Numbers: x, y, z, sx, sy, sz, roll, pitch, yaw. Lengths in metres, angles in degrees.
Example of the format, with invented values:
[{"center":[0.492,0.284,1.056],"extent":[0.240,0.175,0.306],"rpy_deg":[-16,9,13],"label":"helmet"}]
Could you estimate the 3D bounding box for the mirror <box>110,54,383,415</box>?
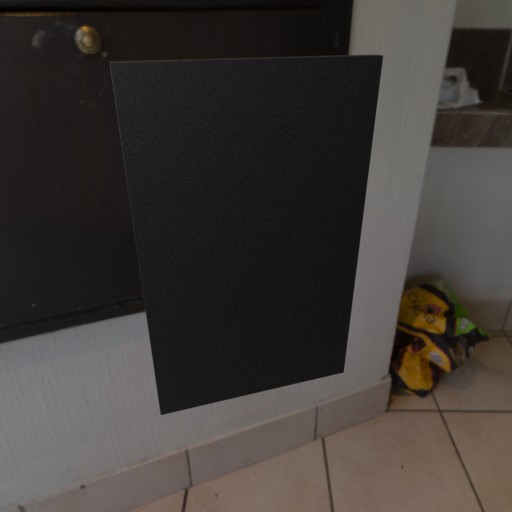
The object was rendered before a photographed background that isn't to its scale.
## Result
[{"center":[0.000,0.000,1.492],"extent":[0.762,1.219,0.038],"rpy_deg":[-8,30,-15],"label":"mirror"}]
